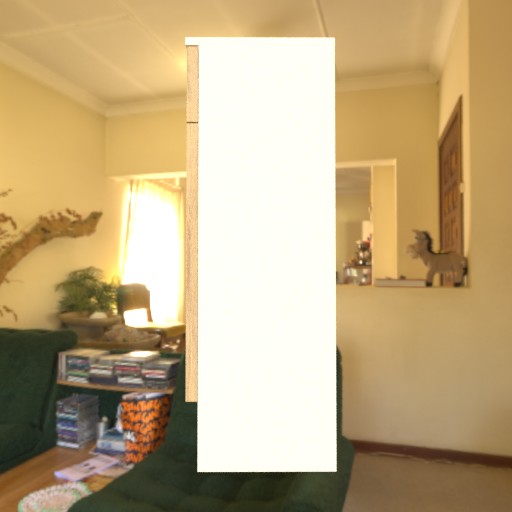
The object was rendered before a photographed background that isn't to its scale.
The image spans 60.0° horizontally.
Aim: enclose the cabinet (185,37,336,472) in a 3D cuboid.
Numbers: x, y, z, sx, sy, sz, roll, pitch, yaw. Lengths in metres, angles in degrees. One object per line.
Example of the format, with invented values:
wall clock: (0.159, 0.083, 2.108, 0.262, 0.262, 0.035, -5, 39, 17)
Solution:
cabinet: (0.000, 0.000, 1.130, 0.296, 0.815, 0.600, 0, -1, 0)
